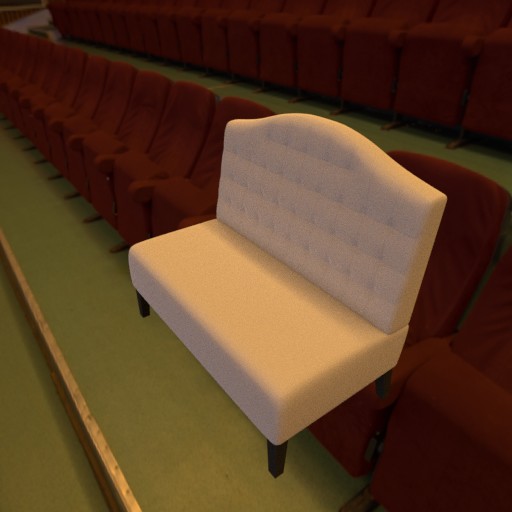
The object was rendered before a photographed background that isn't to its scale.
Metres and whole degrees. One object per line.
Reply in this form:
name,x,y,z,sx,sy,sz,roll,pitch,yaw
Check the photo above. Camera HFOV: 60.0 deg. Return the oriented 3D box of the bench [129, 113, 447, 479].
bench,0.000,0.000,2.108,0.815,1.180,1.335,-21,38,-31
